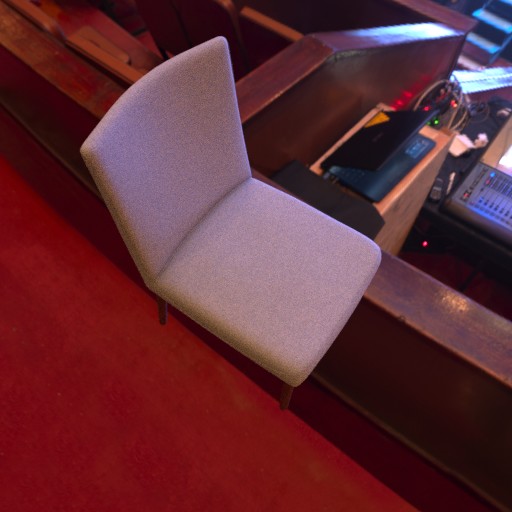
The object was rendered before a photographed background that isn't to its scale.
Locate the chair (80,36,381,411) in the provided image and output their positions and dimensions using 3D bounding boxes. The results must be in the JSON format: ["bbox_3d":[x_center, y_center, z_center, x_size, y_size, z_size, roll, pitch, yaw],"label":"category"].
[{"bbox_3d":[0.000,0.000,1.167,0.570,0.859,0.456,31,63,17],"label":"chair"}]
